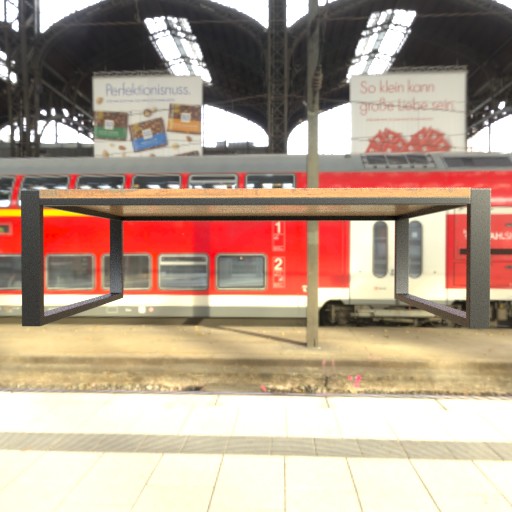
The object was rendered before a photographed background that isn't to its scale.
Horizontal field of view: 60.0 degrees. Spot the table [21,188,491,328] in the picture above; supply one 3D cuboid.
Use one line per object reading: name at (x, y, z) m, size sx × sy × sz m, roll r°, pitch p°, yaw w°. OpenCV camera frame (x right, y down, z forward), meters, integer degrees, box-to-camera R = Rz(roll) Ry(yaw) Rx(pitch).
table at (0.000, 0.000, 1.650) m, size 1.350 × 0.400 × 0.750 m, roll 0°, pitch 1°, yaw 1°
